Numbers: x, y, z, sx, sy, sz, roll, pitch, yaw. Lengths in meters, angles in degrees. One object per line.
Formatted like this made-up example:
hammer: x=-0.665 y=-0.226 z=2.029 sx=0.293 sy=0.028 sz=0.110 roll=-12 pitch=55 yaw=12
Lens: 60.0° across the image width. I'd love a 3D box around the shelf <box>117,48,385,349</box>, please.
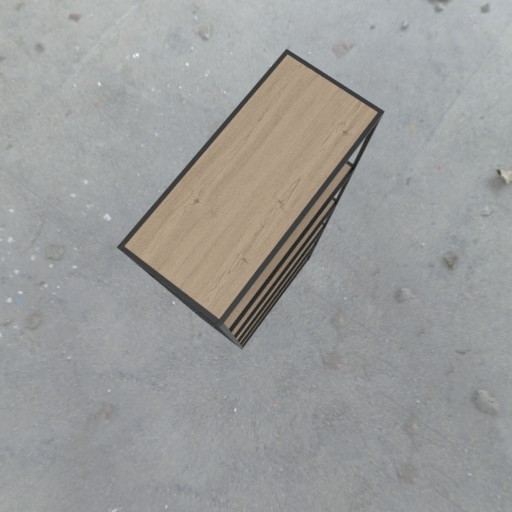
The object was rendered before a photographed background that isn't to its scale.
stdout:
shelf: x=0.000 y=0.000 z=2.126 sx=0.350 sy=1.850 sz=0.770 roll=36 pitch=79 yaw=8
